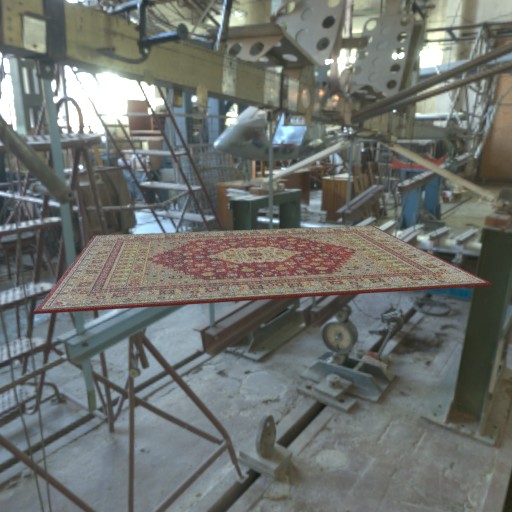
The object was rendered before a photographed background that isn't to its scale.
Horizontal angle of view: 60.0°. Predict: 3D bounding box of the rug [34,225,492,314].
[{"bbox_3d":[0.000,0.000,2.279,1.802,0.013,1.194,-3,16,-9],"label":"rug"}]
